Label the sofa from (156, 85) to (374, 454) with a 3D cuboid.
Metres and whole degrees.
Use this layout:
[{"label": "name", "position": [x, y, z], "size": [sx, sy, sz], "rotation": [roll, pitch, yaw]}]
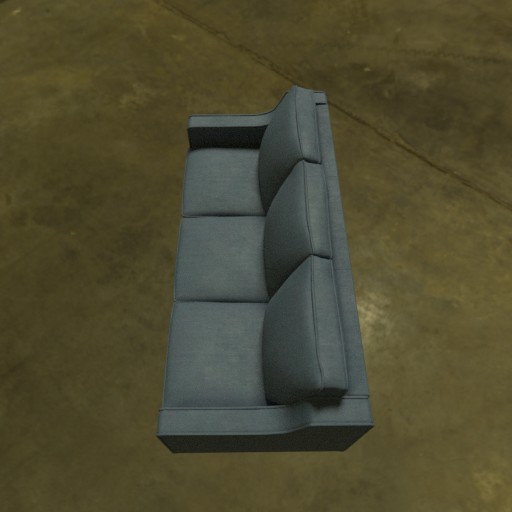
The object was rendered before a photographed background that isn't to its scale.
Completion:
[{"label": "sofa", "position": [0.000, 0.000, 2.528], "size": [0.911, 0.974, 1.986], "rotation": [-1, 58, 0]}]
